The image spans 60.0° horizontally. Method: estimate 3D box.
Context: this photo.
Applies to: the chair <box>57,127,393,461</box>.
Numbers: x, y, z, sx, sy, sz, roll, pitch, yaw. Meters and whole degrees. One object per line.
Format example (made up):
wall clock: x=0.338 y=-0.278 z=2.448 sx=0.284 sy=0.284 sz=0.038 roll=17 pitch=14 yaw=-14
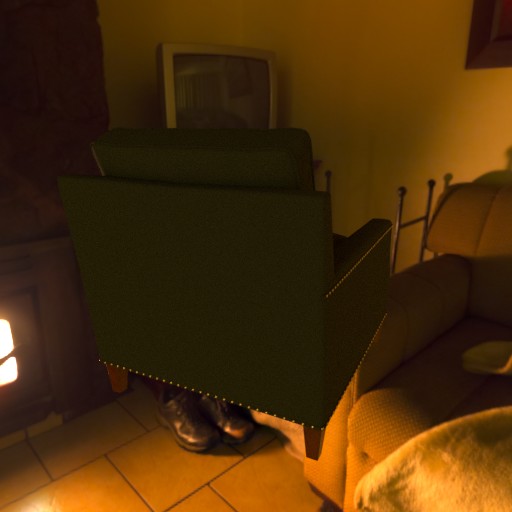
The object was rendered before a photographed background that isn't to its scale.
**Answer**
chair: x=0.000 y=0.000 z=1.675 sx=0.853 sy=0.943 sz=1.014 roll=8 pitch=19 yaw=26
